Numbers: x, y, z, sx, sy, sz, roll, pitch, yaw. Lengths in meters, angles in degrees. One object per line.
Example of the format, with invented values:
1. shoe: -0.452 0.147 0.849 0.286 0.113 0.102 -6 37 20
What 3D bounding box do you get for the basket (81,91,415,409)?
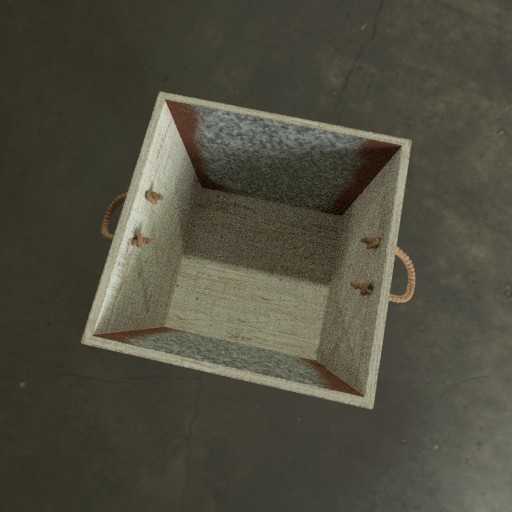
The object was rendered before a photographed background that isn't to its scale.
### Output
1. basket: 0.000 0.000 0.779 0.545 0.247 0.413 12 76 3
